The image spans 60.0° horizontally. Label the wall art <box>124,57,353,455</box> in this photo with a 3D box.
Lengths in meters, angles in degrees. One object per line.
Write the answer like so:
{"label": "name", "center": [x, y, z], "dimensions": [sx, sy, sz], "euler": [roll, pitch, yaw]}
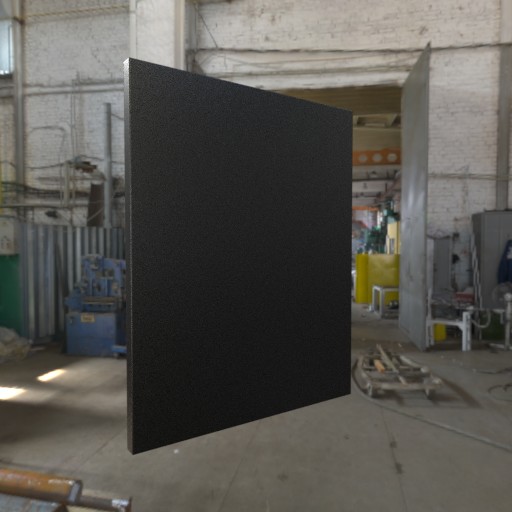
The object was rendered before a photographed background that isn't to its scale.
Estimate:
{"label": "wall art", "center": [0.000, 0.000, 1.619], "dimensions": [0.950, 1.194, 0.053], "euler": [-1, 2, -35]}
